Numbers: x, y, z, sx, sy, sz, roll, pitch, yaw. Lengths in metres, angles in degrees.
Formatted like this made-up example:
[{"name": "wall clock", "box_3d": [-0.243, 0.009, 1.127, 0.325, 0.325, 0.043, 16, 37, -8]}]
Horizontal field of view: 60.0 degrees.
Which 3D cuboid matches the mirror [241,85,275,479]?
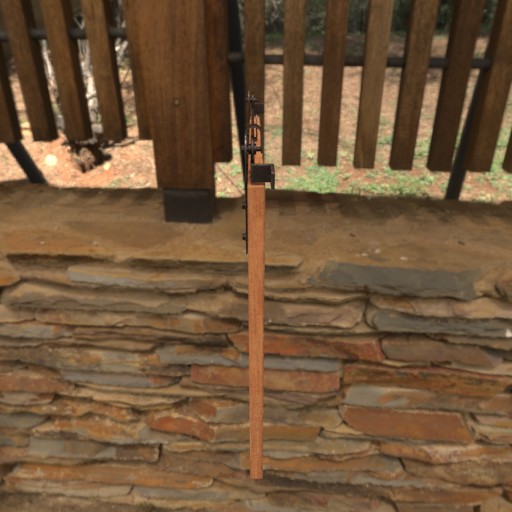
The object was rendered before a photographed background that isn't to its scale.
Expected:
[{"name": "mirror", "box_3d": [0.000, 0.000, 1.190, 0.054, 0.800, 0.805, 0, 26, 0]}]
